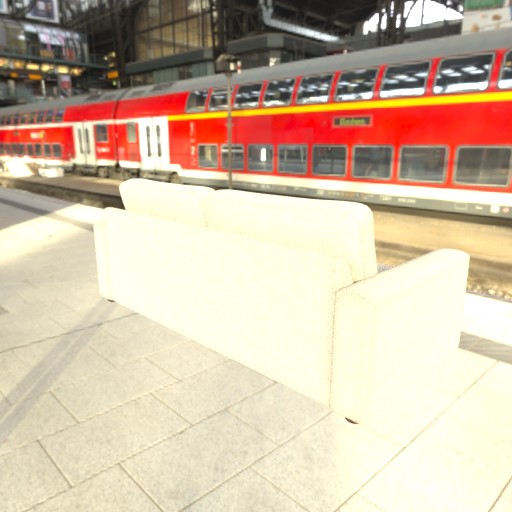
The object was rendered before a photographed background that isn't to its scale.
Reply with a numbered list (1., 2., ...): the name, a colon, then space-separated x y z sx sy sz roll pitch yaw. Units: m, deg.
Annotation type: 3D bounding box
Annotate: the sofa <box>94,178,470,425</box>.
1. sofa: 0.000 0.000 2.715 2.179 0.873 1.016 14 20 43
